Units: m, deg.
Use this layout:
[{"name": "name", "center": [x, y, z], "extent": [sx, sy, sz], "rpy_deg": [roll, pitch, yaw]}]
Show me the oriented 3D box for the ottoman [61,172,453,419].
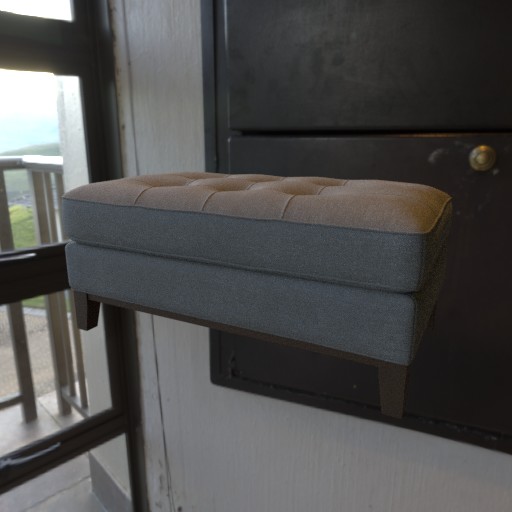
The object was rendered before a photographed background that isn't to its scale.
[{"name": "ottoman", "center": [0.000, 0.000, 1.476], "extent": [1.143, 0.514, 0.648], "rpy_deg": [8, 17, 27]}]
